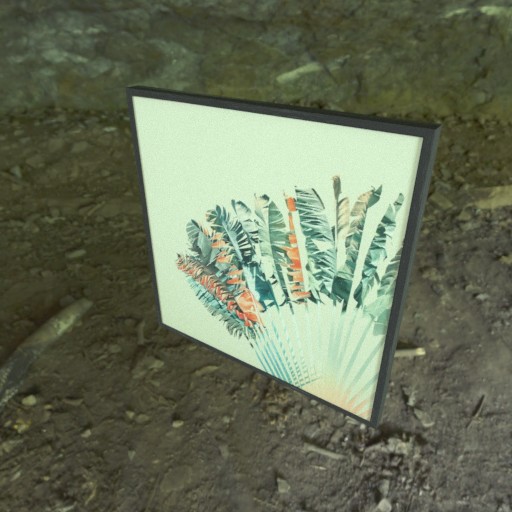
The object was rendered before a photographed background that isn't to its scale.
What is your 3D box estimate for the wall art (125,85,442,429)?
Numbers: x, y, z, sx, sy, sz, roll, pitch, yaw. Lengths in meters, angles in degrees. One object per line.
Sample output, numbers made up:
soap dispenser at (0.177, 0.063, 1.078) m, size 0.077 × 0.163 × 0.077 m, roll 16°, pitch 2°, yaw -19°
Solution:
wall art at (0.000, 0.000, 1.141) m, size 0.762 × 0.758 × 0.043 m, roll 18°, pitch 35°, yaw 29°
